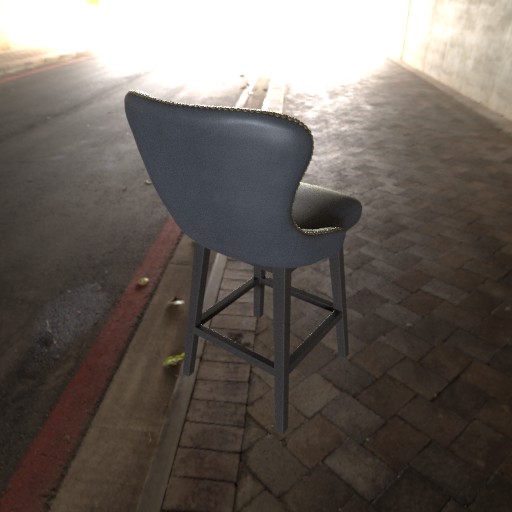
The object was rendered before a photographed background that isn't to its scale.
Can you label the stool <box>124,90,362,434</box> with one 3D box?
[{"bbox_3d":[0.000,0.000,1.323,0.528,0.971,0.593,20,36,31],"label":"stool"}]
